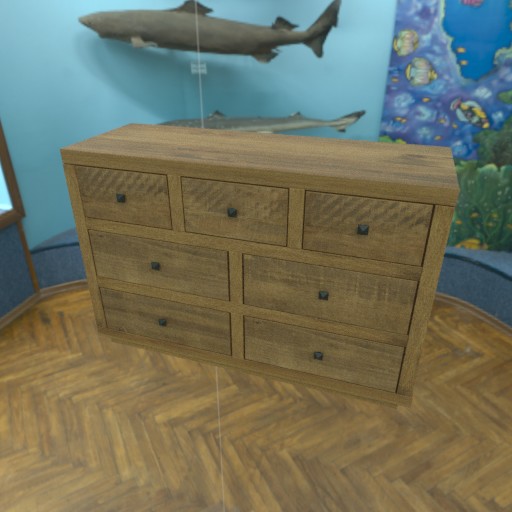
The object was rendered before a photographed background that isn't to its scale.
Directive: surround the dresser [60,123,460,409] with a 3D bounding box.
[{"bbox_3d":[0.000,0.000,1.697,1.261,0.825,0.479,9,30,16],"label":"dresser"}]
